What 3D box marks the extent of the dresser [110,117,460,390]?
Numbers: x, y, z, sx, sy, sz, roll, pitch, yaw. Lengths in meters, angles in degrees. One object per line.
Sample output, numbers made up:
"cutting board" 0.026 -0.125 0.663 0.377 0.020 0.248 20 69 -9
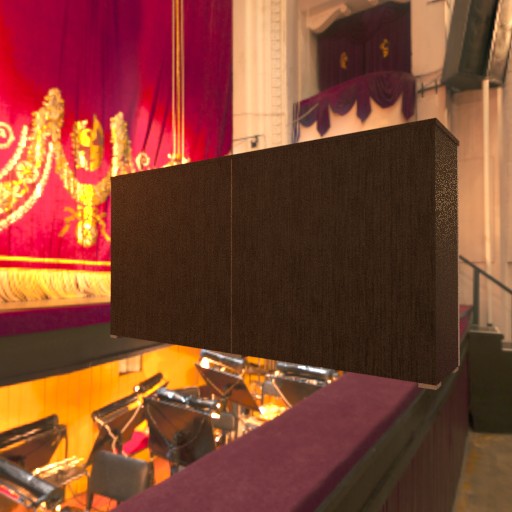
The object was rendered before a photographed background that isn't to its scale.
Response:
"dresser" 0.000 0.000 1.869 1.535 0.790 0.333 -1 -1 36
